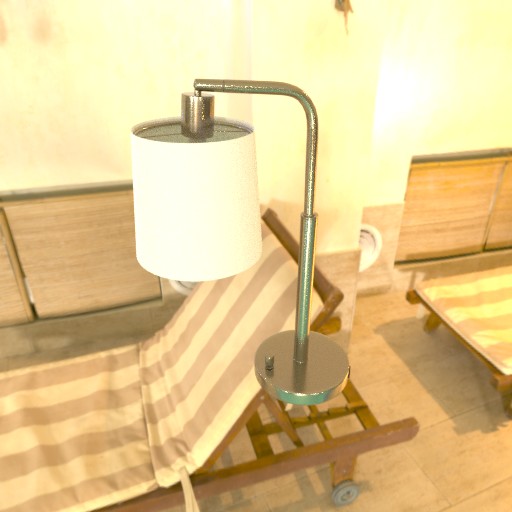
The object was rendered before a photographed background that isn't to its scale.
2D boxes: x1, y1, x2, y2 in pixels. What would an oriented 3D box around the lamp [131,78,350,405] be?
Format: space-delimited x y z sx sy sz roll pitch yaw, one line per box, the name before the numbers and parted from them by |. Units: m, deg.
lamp | 0.000 0.000 0.646 0.333 0.489 0.171 -8 30 -15
